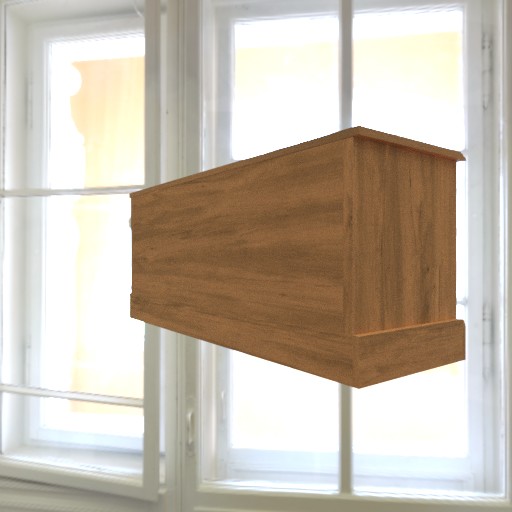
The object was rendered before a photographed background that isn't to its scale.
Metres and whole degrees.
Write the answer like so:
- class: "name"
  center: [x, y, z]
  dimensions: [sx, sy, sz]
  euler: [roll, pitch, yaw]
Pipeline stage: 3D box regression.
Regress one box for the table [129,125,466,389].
- class: "table"
  center: [0.000, 0.000, 1.456]
  dimensions: [0.400, 0.510, 1.200]
  euler: [0, 0, -37]
